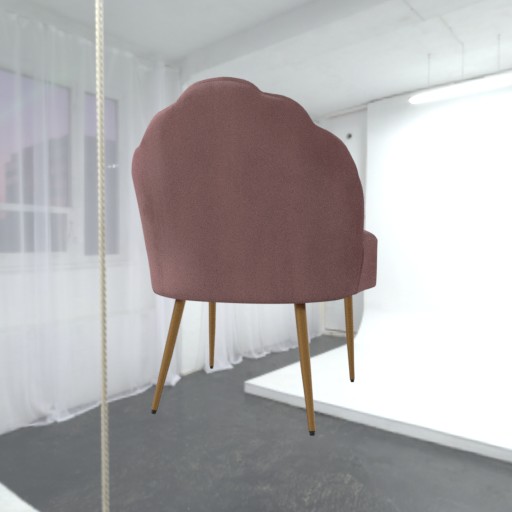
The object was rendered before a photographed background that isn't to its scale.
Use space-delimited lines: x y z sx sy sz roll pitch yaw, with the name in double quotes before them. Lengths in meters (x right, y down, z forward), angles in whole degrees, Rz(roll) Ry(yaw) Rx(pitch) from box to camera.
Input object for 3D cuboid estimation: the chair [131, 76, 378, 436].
"chair" 0.000 0.000 1.283 0.657 0.819 0.599 0 1 19
